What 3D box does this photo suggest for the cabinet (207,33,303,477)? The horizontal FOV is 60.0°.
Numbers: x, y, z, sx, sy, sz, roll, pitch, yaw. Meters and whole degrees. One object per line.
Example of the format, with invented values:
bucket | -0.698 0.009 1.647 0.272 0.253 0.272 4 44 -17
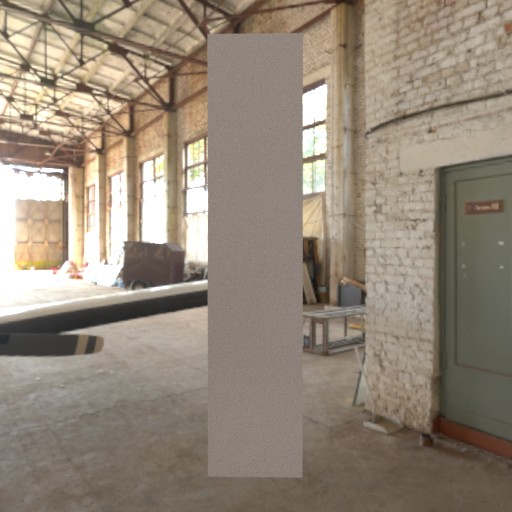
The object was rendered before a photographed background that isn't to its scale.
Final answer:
cabinet | 0.000 0.000 1.533 0.300 1.400 0.269 0 1 1
